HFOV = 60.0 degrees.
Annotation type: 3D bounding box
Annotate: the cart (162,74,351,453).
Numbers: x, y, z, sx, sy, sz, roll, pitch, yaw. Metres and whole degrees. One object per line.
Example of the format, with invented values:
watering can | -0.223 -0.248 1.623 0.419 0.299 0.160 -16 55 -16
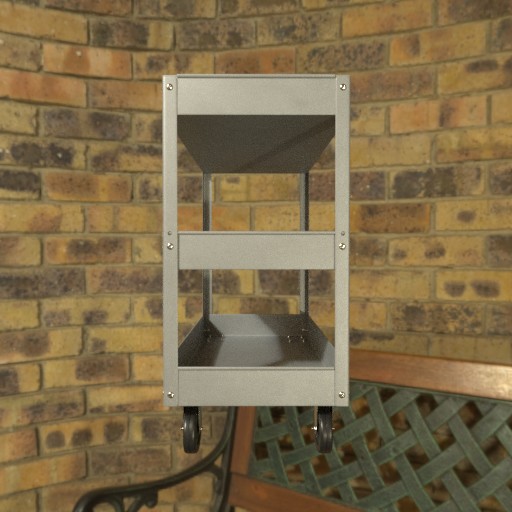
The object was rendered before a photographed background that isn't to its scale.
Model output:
cart | 0.000 0.000 1.181 0.366 0.780 0.719 0 1 0
